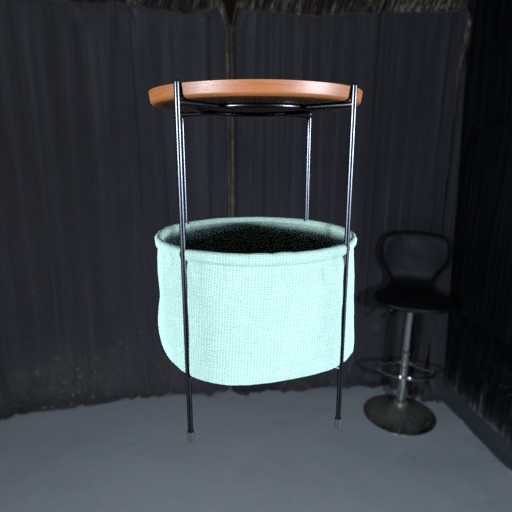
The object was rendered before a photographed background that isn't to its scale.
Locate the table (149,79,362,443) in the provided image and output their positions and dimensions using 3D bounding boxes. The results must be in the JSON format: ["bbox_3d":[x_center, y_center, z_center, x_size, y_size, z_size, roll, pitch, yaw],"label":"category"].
[{"bbox_3d":[0.000,0.000,0.894,0.400,0.623,0.400,-2,14,-8],"label":"table"}]
